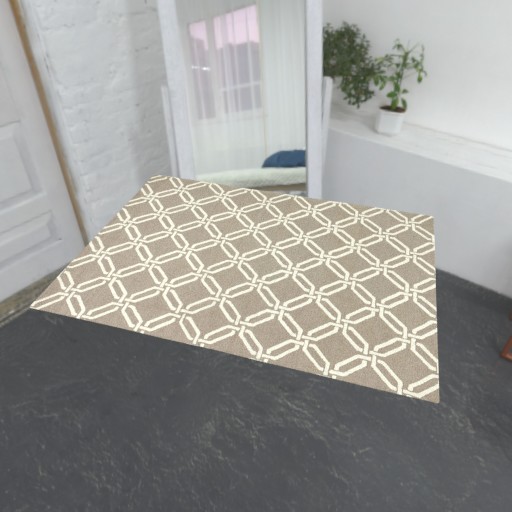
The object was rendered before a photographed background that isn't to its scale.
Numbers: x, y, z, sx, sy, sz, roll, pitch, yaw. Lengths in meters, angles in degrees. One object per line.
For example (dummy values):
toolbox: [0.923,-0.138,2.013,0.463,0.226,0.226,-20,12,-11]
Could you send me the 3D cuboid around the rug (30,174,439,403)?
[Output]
rug: [0.000,0.000,4.403,3.419,0.020,2.441,10,41,12]
